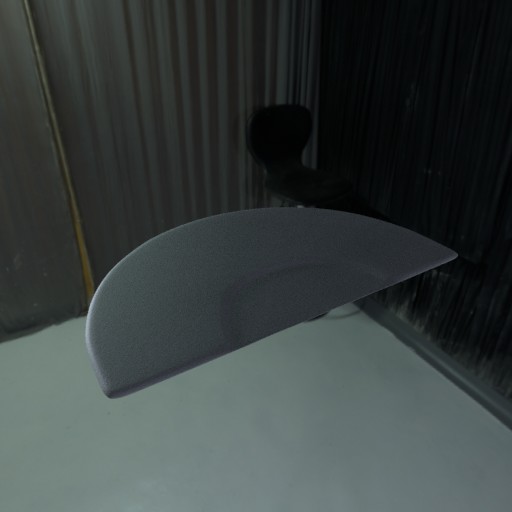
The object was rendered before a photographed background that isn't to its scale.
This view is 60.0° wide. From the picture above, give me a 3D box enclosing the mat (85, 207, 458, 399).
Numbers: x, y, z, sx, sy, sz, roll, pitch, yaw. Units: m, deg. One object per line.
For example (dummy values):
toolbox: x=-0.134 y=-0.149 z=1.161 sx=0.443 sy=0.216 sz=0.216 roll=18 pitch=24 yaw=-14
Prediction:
mat: x=0.000 y=0.000 z=1.896 sx=1.525 sy=0.016 sz=0.917 roll=-18 pitch=35 yaw=-27
